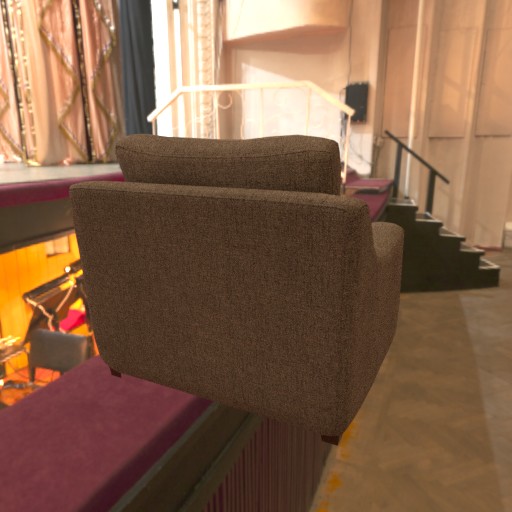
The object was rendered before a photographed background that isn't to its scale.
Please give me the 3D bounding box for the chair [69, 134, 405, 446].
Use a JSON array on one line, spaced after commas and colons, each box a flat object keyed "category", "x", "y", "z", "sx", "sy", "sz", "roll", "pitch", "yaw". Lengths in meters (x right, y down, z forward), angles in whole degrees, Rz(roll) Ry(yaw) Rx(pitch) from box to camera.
[{"category": "chair", "x": 0.000, "y": 0.000, "z": 1.952, "sx": 1.138, "sy": 1.037, "sz": 1.009, "roll": 8, "pitch": 17, "yaw": 26}]
